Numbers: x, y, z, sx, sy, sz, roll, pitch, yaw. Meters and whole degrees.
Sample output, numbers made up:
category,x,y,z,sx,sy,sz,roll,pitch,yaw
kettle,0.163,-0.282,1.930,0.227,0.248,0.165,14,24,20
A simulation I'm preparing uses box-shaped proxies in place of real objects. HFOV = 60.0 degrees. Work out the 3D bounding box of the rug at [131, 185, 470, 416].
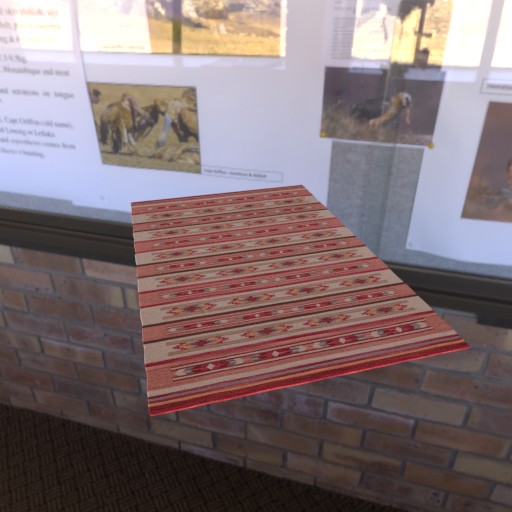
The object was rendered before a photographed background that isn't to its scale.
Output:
category,x,y,z,sx,sy,sz,roll,pitch,yaw
rug,0.000,0.000,2.331,1.223,0.008,1.817,-8,31,-14
